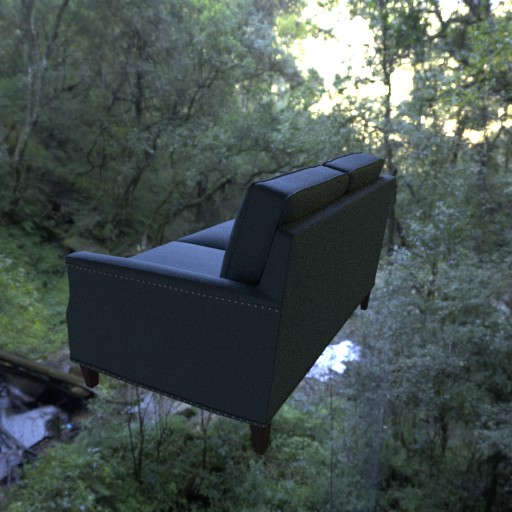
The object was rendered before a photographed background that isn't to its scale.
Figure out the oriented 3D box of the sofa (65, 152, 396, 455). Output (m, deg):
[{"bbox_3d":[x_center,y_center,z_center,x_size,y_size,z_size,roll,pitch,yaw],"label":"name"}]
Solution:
[{"bbox_3d":[0.000,0.000,2.303,1.084,1.003,1.597,9,20,27],"label":"sofa"}]
